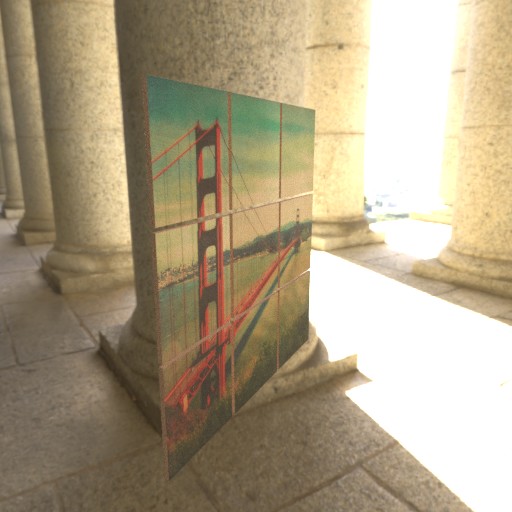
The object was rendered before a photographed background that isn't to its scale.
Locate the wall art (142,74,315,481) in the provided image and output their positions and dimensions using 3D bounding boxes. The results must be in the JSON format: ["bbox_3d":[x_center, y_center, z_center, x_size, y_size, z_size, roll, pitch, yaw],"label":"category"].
[{"bbox_3d":[0.000,0.000,1.787,0.016,1.207,1.217,7,15,27],"label":"wall art"}]
